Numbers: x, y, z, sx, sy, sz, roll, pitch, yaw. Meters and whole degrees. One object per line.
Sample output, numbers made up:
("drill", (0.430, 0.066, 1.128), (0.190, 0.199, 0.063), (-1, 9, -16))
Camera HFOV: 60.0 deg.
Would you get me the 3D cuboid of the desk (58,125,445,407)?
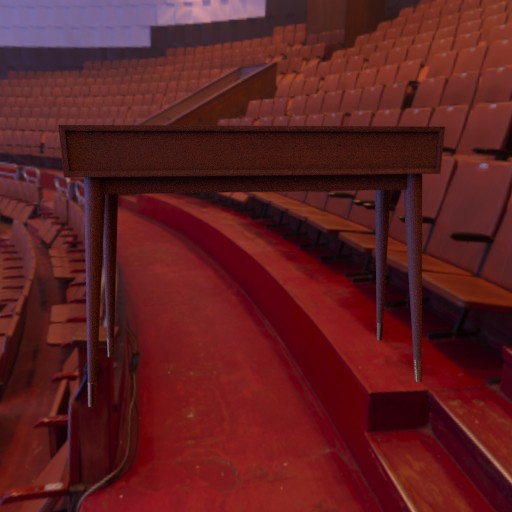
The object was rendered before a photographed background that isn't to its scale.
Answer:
("desk", (0.000, 0.000, 1.644), (1.204, 0.917, 0.384), (-2, 15, -8))
